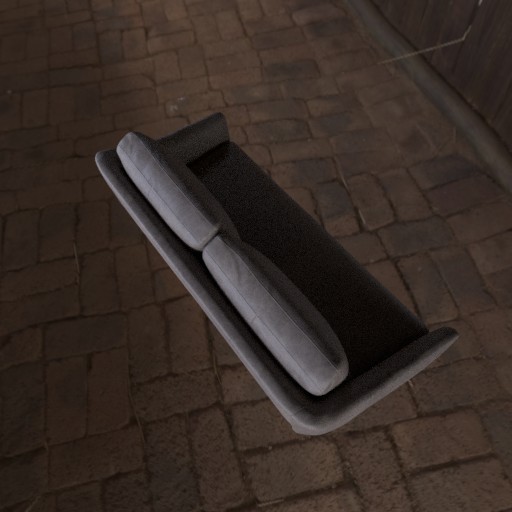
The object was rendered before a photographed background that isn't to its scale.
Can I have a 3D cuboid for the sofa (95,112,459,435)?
[{"bbox_3d":[0.000,0.000,2.515,0.960,0.902,2.036,-32,62,-19],"label":"sofa"}]
